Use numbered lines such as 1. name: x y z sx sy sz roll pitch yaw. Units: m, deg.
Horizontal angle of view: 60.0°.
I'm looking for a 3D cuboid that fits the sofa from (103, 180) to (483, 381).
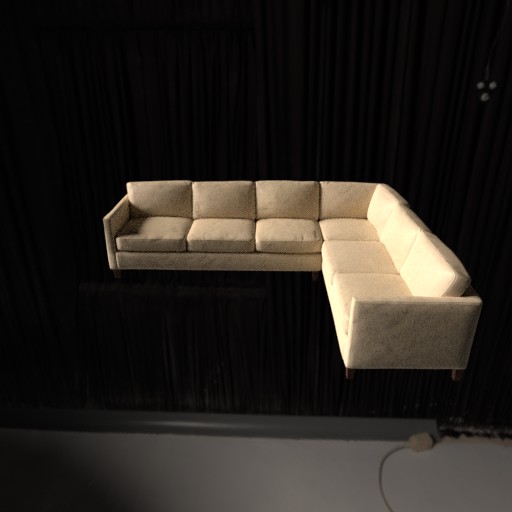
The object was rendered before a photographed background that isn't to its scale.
1. sofa: 0.000 0.000 4.396 3.302 0.947 2.593 1 25 1
